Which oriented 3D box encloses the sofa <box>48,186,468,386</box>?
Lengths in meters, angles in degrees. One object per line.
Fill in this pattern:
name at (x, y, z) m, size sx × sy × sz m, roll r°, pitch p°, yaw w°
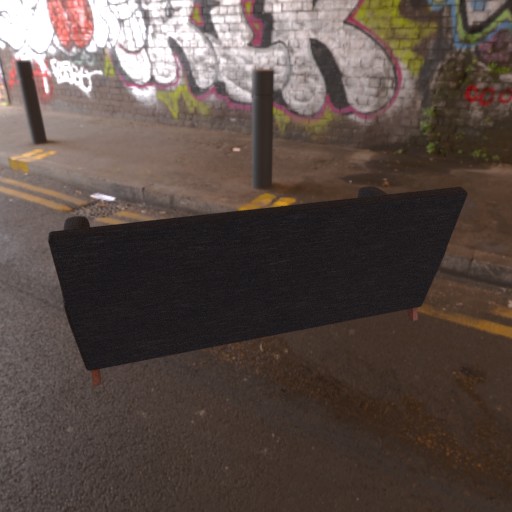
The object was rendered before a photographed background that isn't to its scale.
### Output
sofa at (0.000, 0.000, 2.457) m, size 1.976 × 0.846 × 0.875 m, roll -8°, pitch 27°, yaw -16°
